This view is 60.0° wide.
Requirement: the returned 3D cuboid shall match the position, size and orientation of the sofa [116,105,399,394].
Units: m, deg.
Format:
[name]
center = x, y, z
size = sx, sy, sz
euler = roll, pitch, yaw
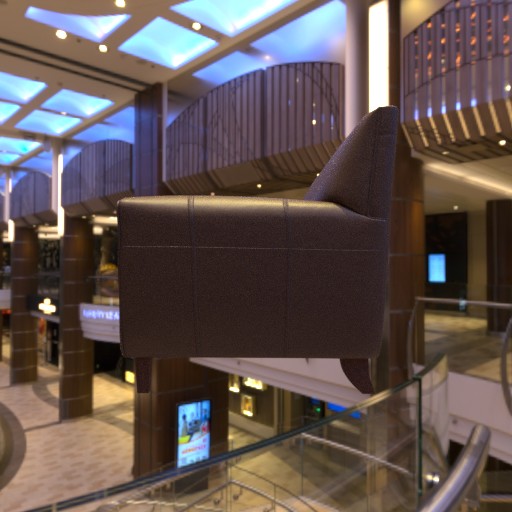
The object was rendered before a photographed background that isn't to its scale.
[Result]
[sofa]
center = 0.000, 0.000, 2.018
size = 0.853, 0.859, 1.468
euler = 0, -1, 1
